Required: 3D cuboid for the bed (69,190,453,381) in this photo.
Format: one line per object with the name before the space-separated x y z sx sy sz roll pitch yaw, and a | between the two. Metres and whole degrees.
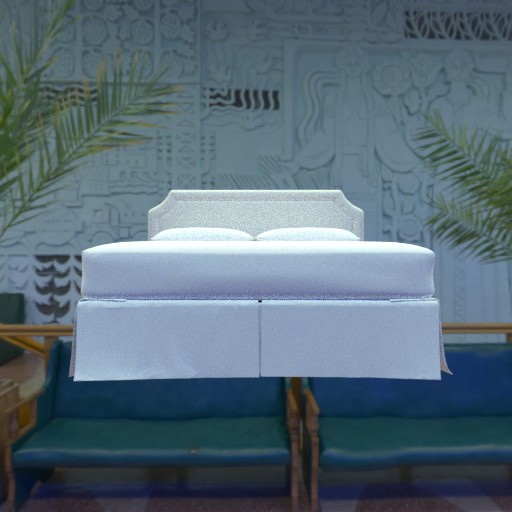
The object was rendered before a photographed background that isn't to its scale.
bed | 0.000 0.000 3.393 2.160 1.301 2.204 0 0 0
